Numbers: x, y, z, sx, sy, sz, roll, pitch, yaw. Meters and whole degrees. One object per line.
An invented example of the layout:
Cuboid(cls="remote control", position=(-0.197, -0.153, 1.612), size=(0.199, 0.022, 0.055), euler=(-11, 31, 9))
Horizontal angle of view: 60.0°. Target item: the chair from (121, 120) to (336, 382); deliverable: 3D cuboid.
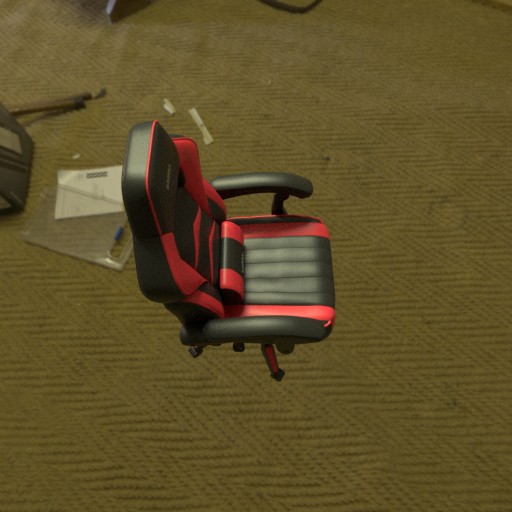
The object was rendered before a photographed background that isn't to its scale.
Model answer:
Cuboid(cls="chair", position=(0.000, 0.000, 1.679), size=(0.700, 1.220, 0.700), euler=(-1, 63, 0))
